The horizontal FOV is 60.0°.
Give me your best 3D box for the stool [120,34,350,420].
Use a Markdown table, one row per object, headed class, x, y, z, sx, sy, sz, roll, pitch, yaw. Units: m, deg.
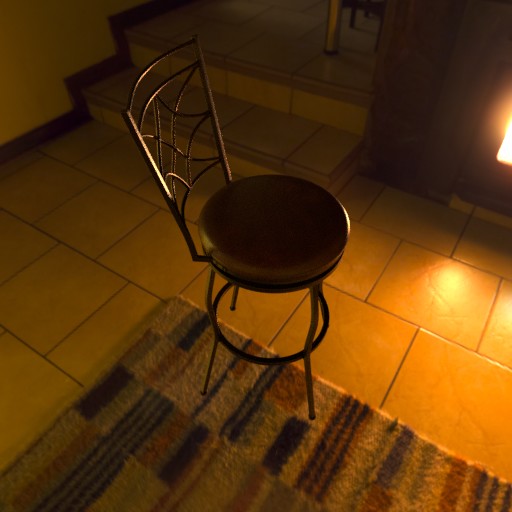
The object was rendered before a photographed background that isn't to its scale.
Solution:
| class | x | y | z | sx | sy | sz | roll | pitch | yaw |
| --- | --- | --- | --- | --- | --- | --- | --- | --- | --- |
| stool | 0.000 | 0.000 | 1.367 | 0.534 | 1.117 | 0.434 | 10 | 46 | 9 |
